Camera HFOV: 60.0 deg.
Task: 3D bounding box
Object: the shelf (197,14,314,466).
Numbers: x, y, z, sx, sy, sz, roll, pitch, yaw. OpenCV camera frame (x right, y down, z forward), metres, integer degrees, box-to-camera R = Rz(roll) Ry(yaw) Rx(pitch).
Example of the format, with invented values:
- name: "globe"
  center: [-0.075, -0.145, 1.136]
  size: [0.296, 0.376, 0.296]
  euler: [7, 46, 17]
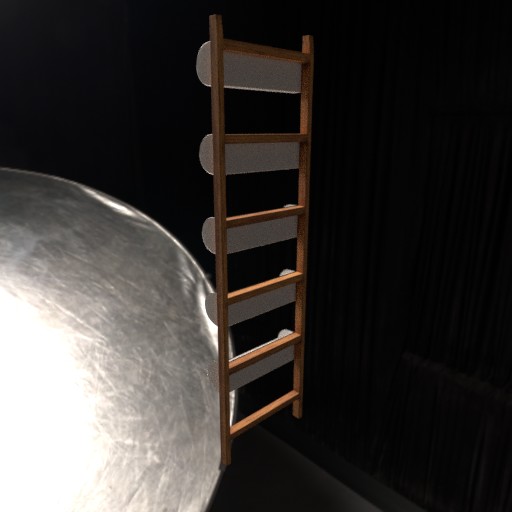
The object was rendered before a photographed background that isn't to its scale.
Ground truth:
- name: "shelf"
  center: [0.000, 0.000, 1.723]
  size: [0.454, 1.600, 0.141]
  euler: [-15, 21, -42]
